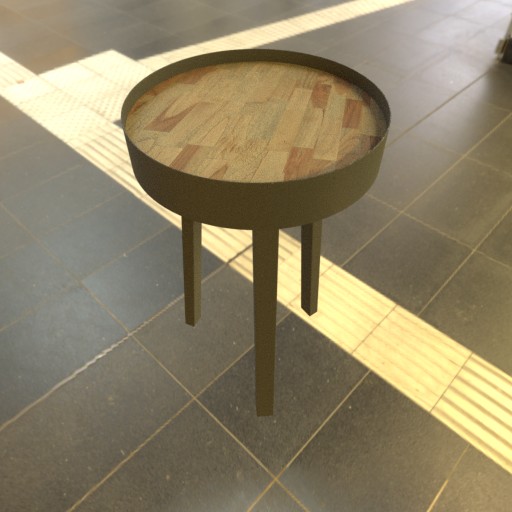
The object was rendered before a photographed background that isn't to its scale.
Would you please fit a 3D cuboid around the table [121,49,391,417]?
[{"bbox_3d":[0.000,0.000,0.929,0.406,0.686,0.406,18,49,16],"label":"table"}]
